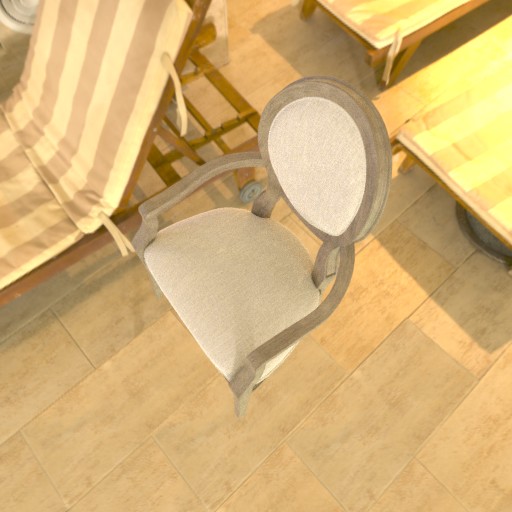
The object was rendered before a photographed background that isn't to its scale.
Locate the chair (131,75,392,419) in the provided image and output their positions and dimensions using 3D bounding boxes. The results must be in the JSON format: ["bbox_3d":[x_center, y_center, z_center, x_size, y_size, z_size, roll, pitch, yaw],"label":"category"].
[{"bbox_3d":[0.000,0.000,1.368,0.602,0.991,0.611,-33,68,-15],"label":"chair"}]
